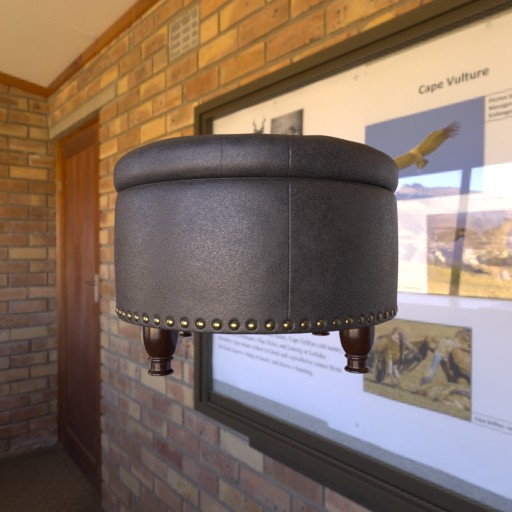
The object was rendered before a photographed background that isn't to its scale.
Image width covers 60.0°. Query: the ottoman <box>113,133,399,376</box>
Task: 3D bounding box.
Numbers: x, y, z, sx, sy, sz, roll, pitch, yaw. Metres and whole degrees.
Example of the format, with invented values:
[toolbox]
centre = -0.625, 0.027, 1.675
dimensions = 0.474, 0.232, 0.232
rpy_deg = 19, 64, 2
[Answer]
[ottoman]
centre = 0.000, 0.000, 1.041
dimensions = 0.637, 0.442, 0.637
rpy_deg = 0, 1, 0
